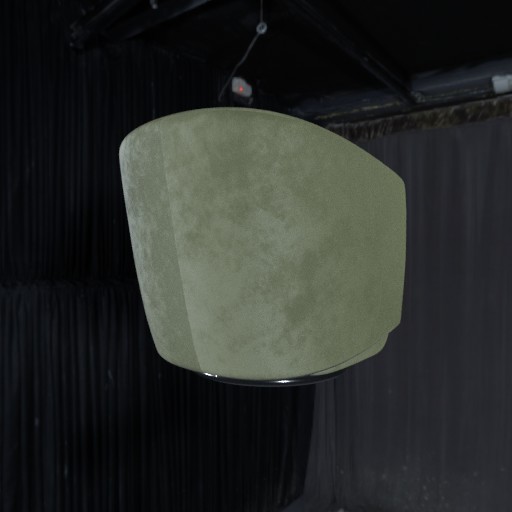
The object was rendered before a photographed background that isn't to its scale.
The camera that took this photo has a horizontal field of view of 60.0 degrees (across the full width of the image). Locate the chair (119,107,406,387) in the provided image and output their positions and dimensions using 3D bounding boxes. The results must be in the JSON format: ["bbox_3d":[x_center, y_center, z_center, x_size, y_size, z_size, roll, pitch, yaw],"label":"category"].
[{"bbox_3d":[0.000,0.000,1.372,0.773,0.698,0.767,0,0,37],"label":"chair"}]
